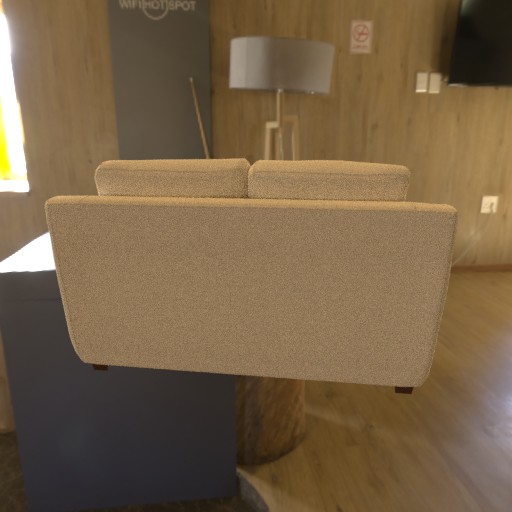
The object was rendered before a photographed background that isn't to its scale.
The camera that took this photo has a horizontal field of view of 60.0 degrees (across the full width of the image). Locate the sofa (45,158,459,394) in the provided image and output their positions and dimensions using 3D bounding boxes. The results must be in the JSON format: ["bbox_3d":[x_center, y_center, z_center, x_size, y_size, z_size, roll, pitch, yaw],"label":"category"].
[{"bbox_3d":[0.000,0.000,2.357,1.744,1.047,1.040,2,16,8],"label":"sofa"}]
